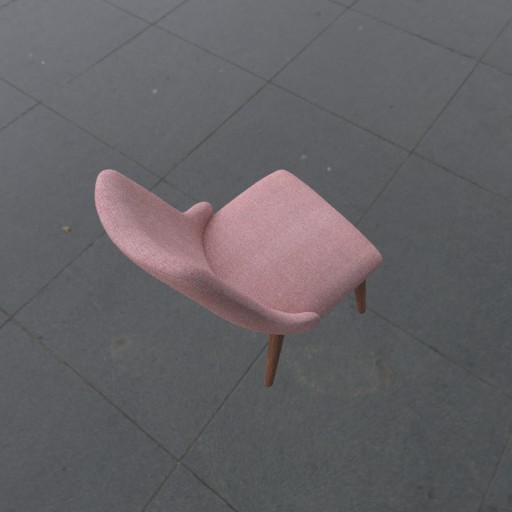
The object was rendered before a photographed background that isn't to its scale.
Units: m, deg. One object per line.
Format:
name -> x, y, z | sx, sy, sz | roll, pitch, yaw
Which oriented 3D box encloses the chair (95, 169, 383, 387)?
chair -> 0.000, 0.000, 1.331 | 0.707, 0.918, 0.535 | -35, 65, -19
